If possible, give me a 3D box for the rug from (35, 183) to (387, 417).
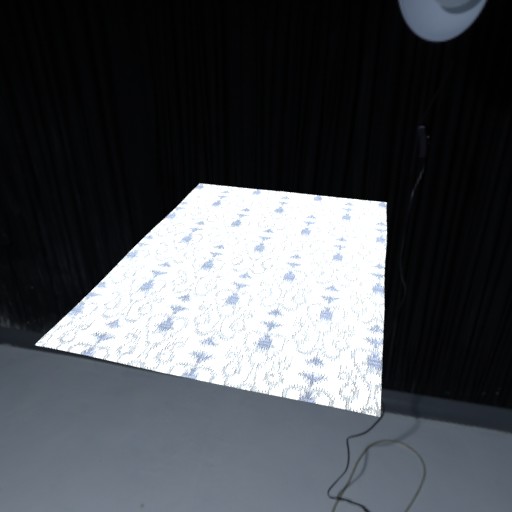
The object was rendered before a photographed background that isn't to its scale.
[{"bbox_3d":[0.000,0.000,2.949,1.676,0.013,2.261,8,31,13],"label":"rug"}]
